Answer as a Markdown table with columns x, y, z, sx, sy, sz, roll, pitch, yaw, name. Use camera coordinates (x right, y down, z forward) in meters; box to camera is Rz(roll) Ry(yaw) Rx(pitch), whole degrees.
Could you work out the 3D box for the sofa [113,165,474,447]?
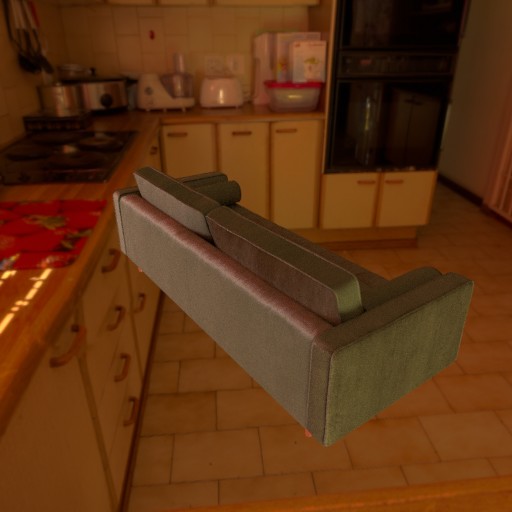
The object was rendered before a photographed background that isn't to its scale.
| x | y | z | sx | sy | sz | roll | pitch | yaw | name |
| --- | --- | --- | --- | --- | --- | --- | --- | --- | --- |
| 0.000 | 0.000 | 2.636 | 0.918 | 0.769 | 2.199 | -18 | 32 | -32 | sofa |
